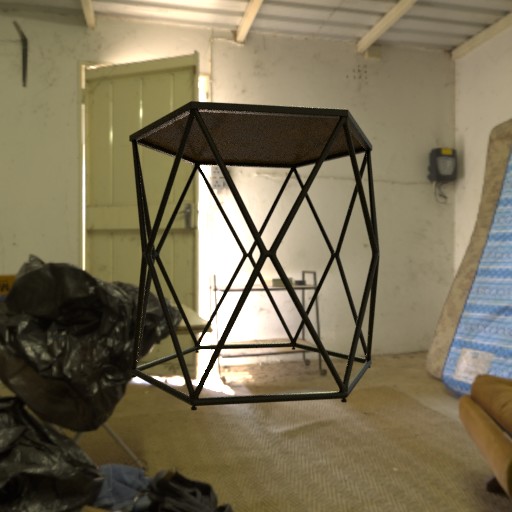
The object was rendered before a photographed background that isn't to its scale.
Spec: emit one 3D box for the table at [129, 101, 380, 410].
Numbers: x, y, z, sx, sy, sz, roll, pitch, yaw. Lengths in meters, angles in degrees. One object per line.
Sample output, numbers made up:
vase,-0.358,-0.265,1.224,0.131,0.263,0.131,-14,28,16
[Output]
table,0.000,0.000,1.078,0.579,0.564,0.578,0,0,-38
